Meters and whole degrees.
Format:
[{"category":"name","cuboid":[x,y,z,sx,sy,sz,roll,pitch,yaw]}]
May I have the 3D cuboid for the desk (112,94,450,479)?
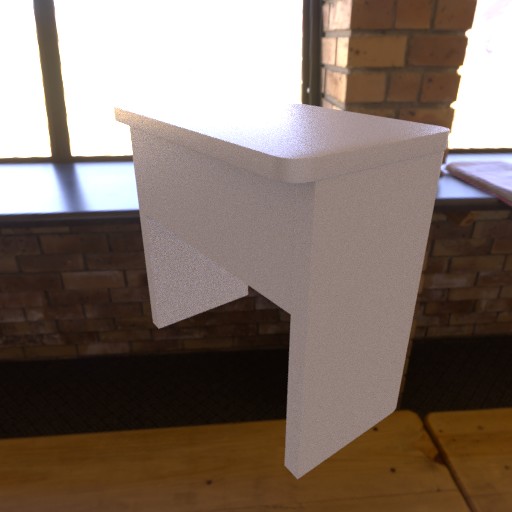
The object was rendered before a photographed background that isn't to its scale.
[{"category":"desk","cuboid":[0.000,0.000,1.240,0.446,0.760,0.790,-18,31,-32]}]
